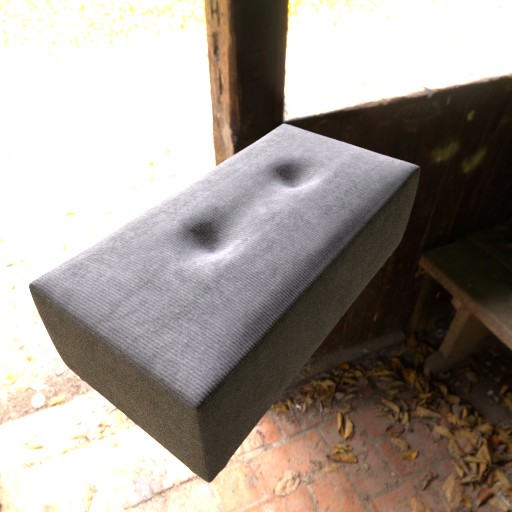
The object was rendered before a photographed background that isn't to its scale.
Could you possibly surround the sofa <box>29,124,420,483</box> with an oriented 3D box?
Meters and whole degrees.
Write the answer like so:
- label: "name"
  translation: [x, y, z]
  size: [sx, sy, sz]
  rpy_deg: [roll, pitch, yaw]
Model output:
- label: "sofa"
  translation: [0.000, 0.000, 1.130]
  size: [0.480, 0.330, 0.930]
  rpy_deg: [26, 48, 27]
